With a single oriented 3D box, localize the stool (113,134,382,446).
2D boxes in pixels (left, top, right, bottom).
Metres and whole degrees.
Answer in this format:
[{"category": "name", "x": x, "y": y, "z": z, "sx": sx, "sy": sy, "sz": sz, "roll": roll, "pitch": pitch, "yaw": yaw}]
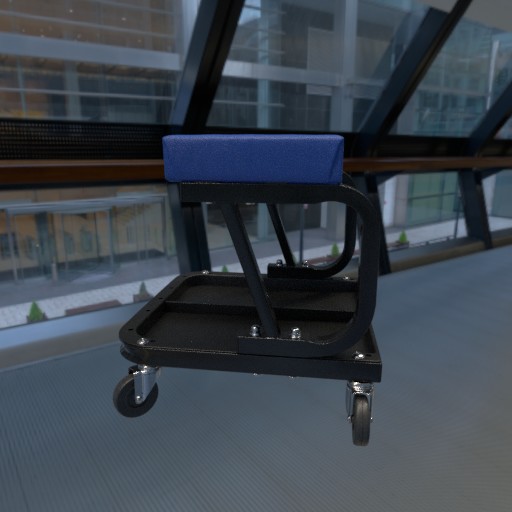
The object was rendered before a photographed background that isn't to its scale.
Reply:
[{"category": "stool", "x": 0.000, "y": 0.000, "z": 0.729, "sx": 0.371, "sy": 0.380, "sz": 0.446, "roll": 2, "pitch": 15, "yaw": 8}]
